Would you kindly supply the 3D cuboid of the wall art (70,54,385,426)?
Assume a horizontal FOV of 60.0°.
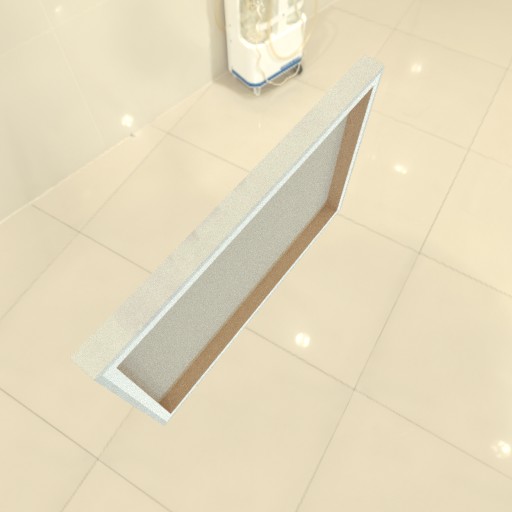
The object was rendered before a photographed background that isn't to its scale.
[{"bbox_3d":[0.000,0.000,0.764,0.038,0.407,0.609,34,68,16],"label":"wall art"}]
